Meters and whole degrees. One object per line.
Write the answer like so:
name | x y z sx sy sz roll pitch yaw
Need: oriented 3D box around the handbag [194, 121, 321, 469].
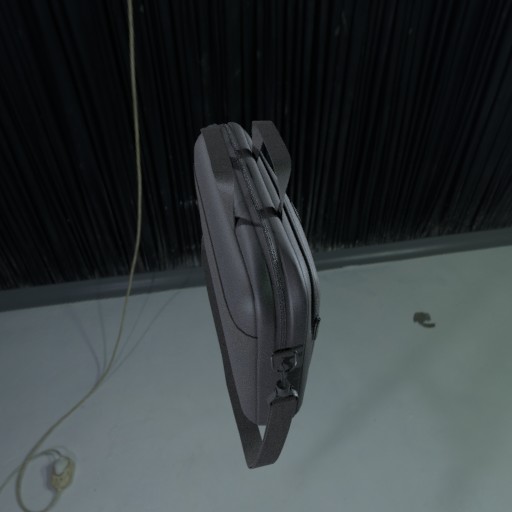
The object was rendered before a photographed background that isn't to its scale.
handbag | 0.000 0.000 0.585 0.126 0.330 0.429 -9 46 -9
